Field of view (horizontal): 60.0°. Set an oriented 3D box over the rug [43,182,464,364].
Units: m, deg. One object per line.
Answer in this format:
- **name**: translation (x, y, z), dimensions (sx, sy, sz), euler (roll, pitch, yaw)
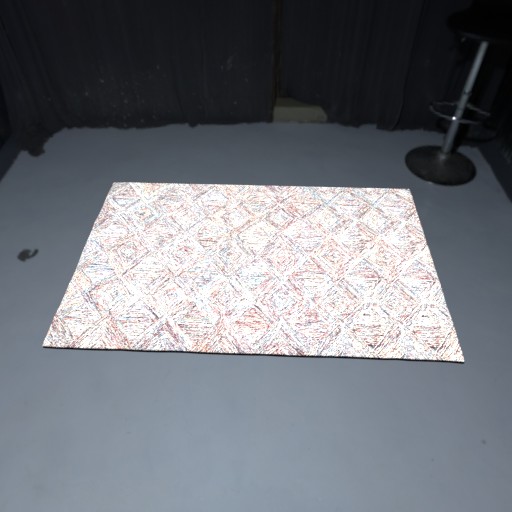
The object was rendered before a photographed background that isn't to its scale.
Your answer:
- **rug**: translation (0.000, 0.000, 2.225), dimensions (1.761, 0.014, 1.143), euler (2, 46, 2)
